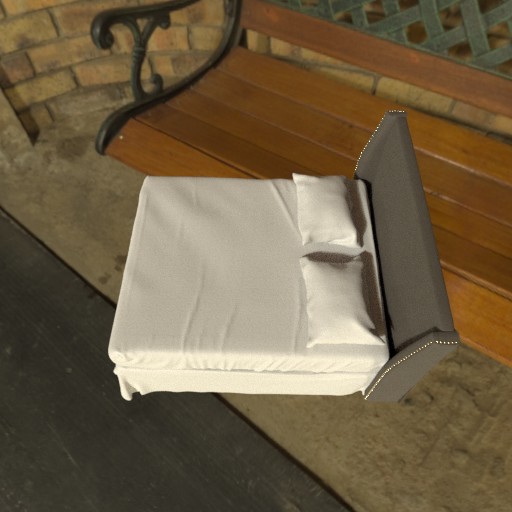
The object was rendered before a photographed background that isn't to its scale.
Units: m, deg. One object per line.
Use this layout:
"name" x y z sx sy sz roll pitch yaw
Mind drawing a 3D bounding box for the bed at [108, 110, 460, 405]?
"bed" 0.000 0.000 3.447 2.276 1.332 1.925 1 58 1
